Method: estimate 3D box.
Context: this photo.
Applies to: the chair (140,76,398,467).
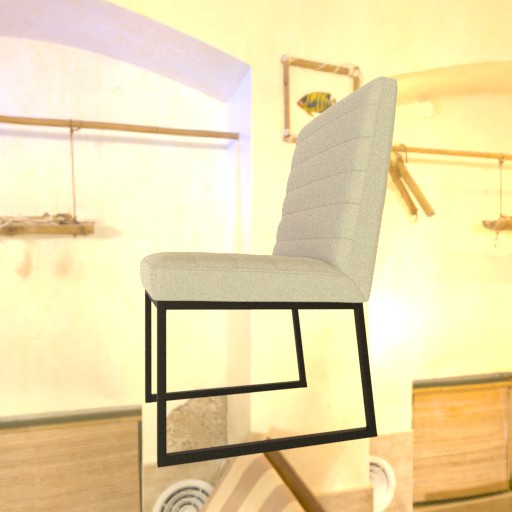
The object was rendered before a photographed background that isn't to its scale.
[{"bbox_3d":[0.000,0.000,1.283,0.634,0.930,0.520,0,0,-17],"label":"chair"}]
